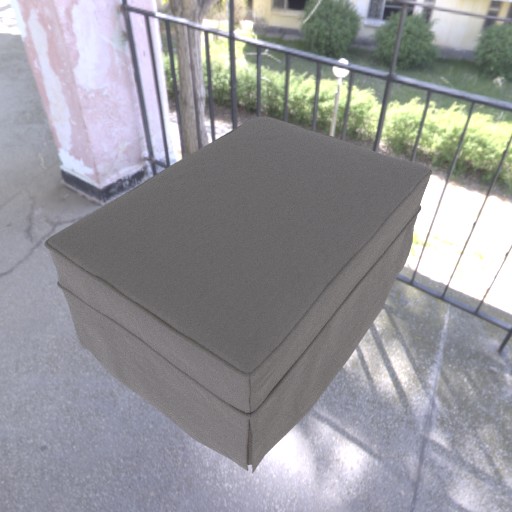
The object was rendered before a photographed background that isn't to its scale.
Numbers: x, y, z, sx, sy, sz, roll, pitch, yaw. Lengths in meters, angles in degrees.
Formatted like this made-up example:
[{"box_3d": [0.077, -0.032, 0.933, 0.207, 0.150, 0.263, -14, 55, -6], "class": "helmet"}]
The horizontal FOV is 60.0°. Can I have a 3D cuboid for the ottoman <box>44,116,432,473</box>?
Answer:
[{"box_3d": [0.000, 0.000, 1.323, 0.703, 0.479, 0.944, 27, 48, 26], "class": "ottoman"}]
